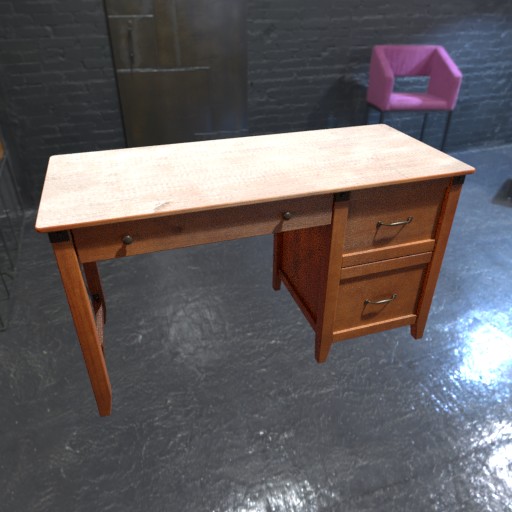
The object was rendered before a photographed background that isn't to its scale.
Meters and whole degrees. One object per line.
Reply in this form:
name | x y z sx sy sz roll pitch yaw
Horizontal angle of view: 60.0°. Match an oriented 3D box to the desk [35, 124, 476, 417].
desk | 0.000 0.000 1.716 1.353 0.756 0.574 -10 33 -15
